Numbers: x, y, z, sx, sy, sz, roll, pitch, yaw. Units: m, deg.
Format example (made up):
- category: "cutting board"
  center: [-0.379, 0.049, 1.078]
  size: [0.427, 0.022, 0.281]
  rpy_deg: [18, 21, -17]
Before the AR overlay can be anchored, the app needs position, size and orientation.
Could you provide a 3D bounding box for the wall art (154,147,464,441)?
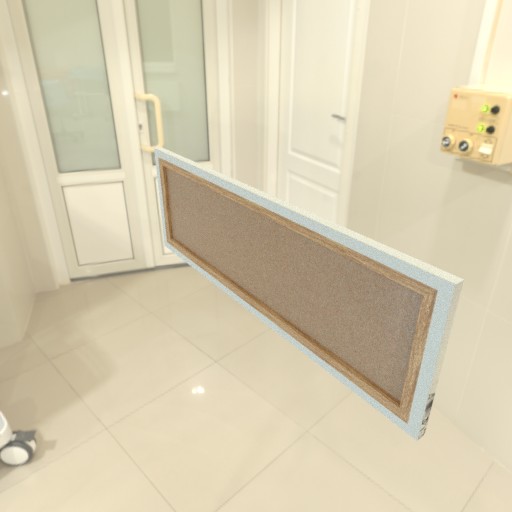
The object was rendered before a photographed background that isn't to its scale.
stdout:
- category: "wall art"
  center: [0.000, 0.000, 1.651]
  size: [0.039, 0.507, 1.520]
  rpy_deg: [-19, 33, -32]
